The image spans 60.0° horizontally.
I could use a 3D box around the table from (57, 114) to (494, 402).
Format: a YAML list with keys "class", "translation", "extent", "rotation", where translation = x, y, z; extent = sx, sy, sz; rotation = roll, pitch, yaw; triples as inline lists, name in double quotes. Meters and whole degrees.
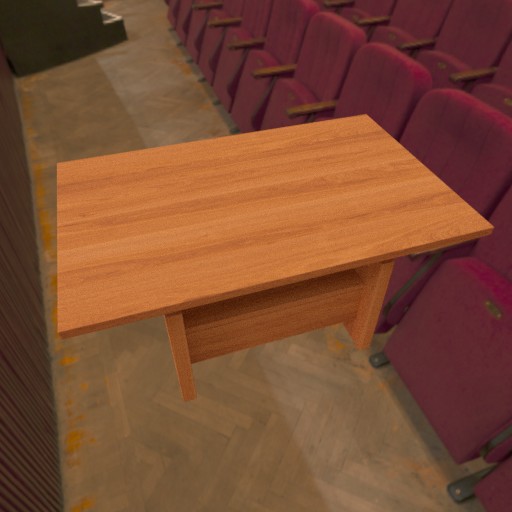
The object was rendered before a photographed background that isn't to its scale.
- class: "table"
  translation: [0.000, 0.000, 1.464]
  extent: [1.100, 0.510, 0.700]
  rotation: [-13, 45, -13]
